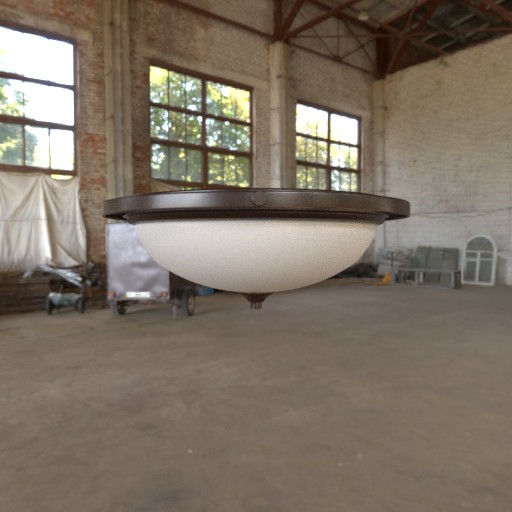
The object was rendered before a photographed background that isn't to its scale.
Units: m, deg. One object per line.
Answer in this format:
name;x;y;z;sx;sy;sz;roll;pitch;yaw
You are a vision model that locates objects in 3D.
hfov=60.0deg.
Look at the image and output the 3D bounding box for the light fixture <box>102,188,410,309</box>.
light fixture;0.000;0.000;0.550;0.361;0.130;0.361;0;2;0
